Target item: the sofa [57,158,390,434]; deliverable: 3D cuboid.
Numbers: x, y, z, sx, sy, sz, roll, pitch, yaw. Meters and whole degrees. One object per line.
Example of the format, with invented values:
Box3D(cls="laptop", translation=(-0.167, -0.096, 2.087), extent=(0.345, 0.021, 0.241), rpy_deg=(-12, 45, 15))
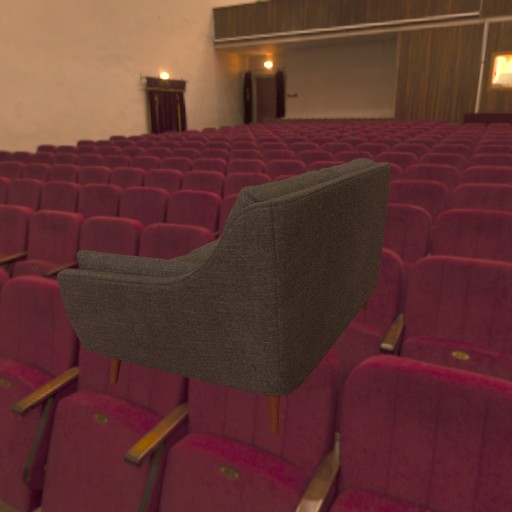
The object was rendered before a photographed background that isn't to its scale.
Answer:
Box3D(cls="sofa", translation=(0.000, 0.000, 2.197), extent=(0.976, 0.887, 1.646), rpy_deg=(9, 19, 27))
